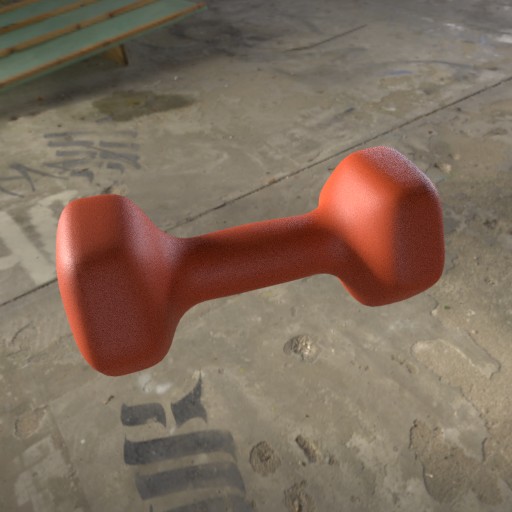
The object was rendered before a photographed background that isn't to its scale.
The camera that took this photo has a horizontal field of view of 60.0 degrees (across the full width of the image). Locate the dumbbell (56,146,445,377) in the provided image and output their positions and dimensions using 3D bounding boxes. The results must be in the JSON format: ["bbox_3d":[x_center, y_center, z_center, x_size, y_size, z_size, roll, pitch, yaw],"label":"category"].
[{"bbox_3d":[0.000,0.000,0.201,0.162,0.071,0.079,-12,44,-13],"label":"dumbbell"}]
